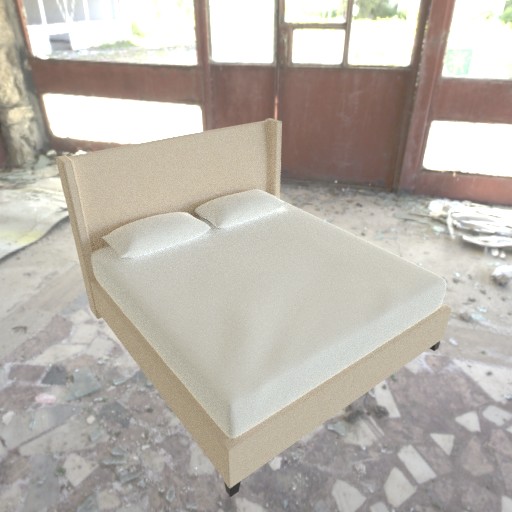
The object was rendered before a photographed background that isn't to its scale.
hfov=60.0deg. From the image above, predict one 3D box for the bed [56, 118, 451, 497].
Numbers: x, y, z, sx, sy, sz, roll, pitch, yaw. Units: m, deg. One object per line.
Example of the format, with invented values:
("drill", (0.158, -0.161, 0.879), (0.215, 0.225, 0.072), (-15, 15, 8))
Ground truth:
("bed", (0.000, 0.000, 3.553), (2.145, 1.471, 2.293), (-21, 36, -32))
